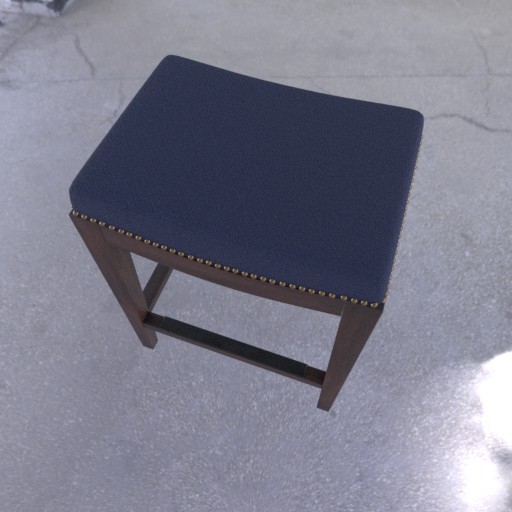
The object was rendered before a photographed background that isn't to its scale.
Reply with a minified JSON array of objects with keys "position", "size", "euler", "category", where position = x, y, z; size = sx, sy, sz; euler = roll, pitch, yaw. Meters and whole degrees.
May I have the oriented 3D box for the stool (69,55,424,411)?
[{"position":[0.000,0.000,0.938],"size":[0.500,0.642,0.361],"euler":[17,60,10],"category":"stool"}]
